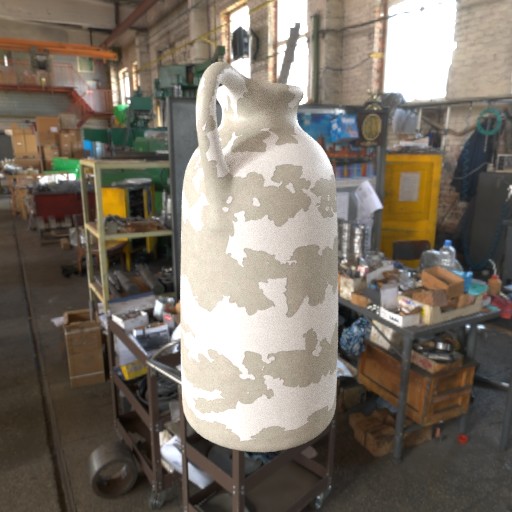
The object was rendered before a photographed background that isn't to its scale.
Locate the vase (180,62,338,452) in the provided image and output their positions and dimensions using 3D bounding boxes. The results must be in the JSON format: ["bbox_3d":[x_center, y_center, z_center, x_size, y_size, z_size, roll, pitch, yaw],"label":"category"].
[{"bbox_3d":[0.000,0.000,0.493,0.186,0.382,0.203,7,16,26],"label":"vase"}]
